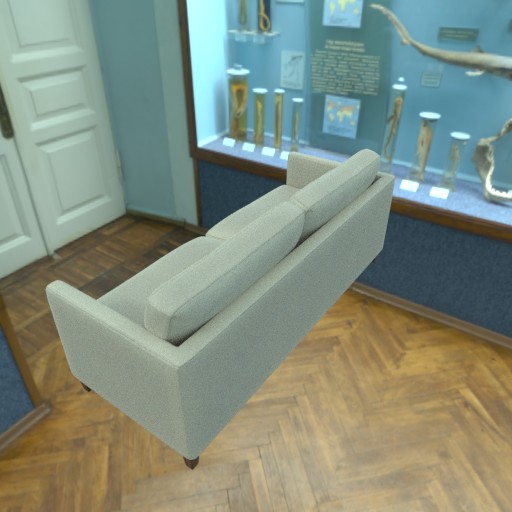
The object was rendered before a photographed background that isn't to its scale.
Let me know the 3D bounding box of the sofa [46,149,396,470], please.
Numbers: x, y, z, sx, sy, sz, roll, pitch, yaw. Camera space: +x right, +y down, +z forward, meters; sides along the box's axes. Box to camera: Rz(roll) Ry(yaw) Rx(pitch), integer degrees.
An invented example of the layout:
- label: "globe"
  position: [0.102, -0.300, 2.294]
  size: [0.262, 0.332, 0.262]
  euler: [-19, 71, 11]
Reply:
- label: "sofa"
  position: [0.000, 0.000, 2.899]
  size: [0.951, 0.968, 2.361]
  euler: [21, 39, 29]
